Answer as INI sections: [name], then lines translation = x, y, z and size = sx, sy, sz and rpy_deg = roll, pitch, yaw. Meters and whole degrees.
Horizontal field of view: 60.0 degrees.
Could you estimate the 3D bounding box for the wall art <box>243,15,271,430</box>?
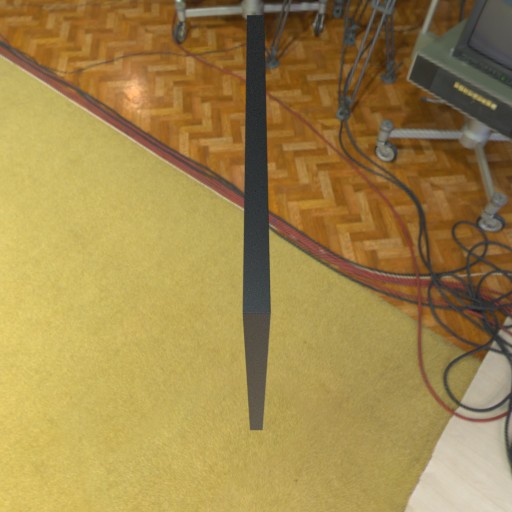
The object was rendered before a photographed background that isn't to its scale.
[wall art]
translation = 0.000, 0.000, 0.530
size = 0.018, 0.397, 0.325
rpy_deg = 0, 59, 0
